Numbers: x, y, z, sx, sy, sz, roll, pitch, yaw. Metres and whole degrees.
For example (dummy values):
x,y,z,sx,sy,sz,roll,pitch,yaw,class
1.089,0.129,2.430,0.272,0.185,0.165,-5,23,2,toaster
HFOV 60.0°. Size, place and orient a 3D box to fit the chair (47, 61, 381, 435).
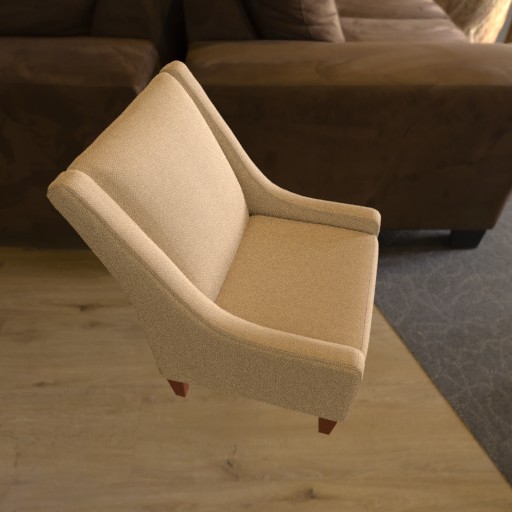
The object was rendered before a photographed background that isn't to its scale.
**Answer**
x,y,z,sx,sy,sz,roll,pitch,yaw,class
0.000,0.000,1.583,0.870,1.014,0.774,11,47,10,chair
